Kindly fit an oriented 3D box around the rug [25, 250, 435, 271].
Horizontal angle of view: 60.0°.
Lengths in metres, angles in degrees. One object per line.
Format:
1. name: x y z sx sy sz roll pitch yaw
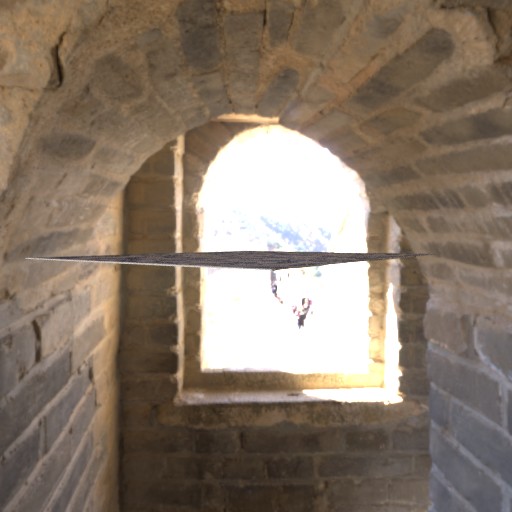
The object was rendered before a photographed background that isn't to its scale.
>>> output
1. rug: 0.000 0.000 4.018 2.380 0.008 2.977 1 3 36
